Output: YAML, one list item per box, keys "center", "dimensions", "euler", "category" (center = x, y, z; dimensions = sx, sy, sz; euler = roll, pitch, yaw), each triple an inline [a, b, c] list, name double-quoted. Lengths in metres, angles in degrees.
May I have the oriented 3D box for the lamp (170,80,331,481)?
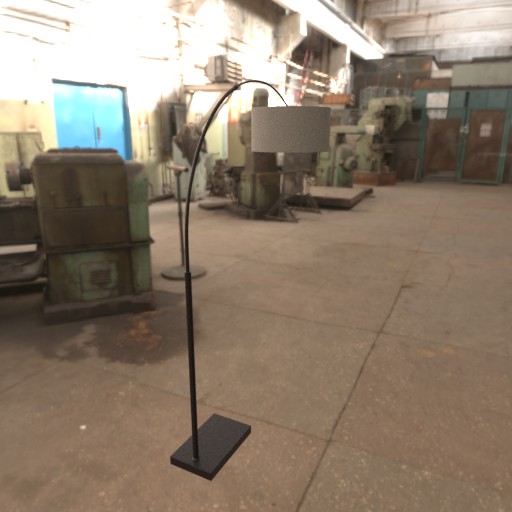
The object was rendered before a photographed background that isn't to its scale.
- center: [0.000, 0.000, 2.592]
  dimensions: [0.493, 1.927, 1.424]
  euler: [8, 18, 27]
  category: "lamp"
